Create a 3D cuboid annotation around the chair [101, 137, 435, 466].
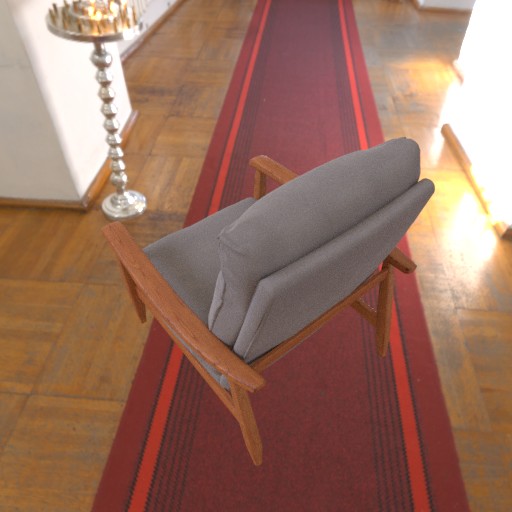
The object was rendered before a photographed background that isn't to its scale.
[{"bbox_3d":[0.000,0.000,1.505,0.782,0.922,0.816,-31,52,-27],"label":"chair"}]
